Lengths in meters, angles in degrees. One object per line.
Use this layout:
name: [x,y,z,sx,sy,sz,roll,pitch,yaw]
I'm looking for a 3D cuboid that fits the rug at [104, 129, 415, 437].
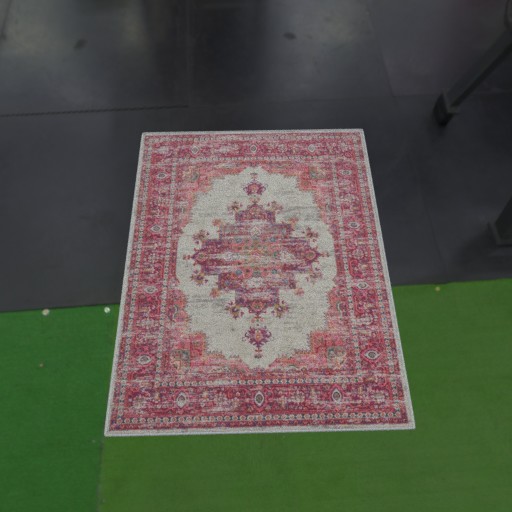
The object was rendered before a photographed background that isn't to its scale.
rug: [0.000,0.000,4.186,2.447,0.017,3.123,-1,63,-1]
